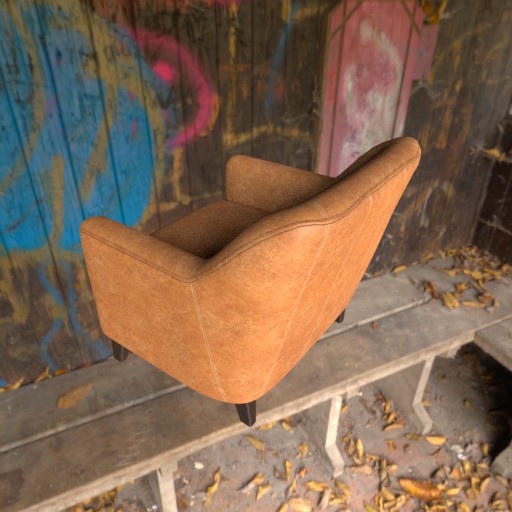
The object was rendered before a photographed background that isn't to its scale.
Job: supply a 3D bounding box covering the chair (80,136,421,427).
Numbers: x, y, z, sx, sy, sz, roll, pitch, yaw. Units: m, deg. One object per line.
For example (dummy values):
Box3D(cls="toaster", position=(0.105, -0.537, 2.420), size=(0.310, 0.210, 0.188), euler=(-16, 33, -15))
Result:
Box3D(cls="chair", position=(0.000, 0.000, 1.872), size=(1.034, 0.980, 1.037), euler=(21, 37, 30))
